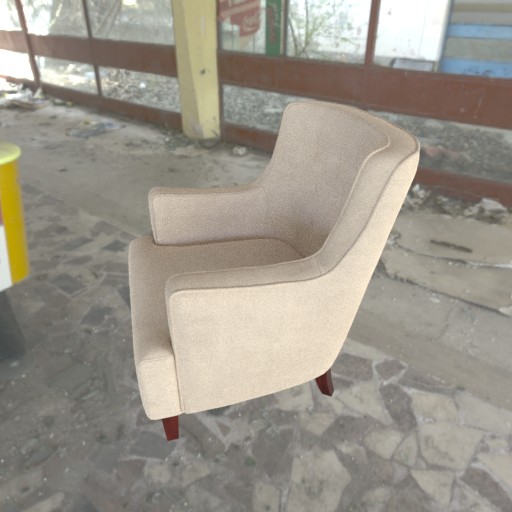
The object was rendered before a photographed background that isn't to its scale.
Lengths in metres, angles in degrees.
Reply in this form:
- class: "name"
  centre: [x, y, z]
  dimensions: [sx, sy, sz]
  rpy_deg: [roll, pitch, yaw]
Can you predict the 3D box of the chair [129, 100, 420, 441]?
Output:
- class: "chair"
  centre: [0.000, 0.000, 1.589]
  dimensions: [0.910, 0.920, 0.781]
  rpy_deg: [-8, 31, -13]
